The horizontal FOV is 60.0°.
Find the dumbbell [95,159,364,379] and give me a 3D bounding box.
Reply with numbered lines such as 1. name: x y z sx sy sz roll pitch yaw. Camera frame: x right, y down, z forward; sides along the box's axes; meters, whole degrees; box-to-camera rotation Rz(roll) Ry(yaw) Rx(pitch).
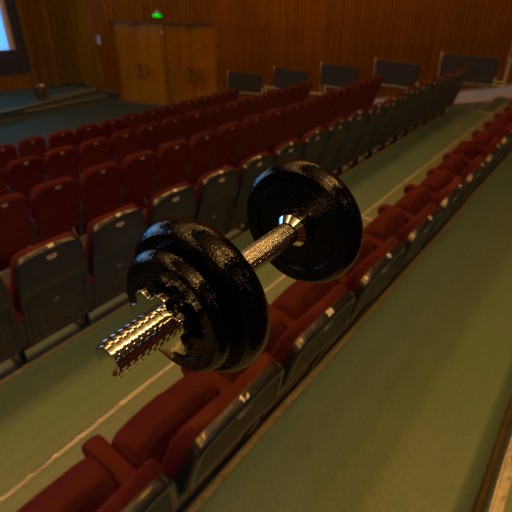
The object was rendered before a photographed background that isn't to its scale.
1. dumbbell: 0.000 0.000 0.609 0.202 0.202 0.497 22 38 31
